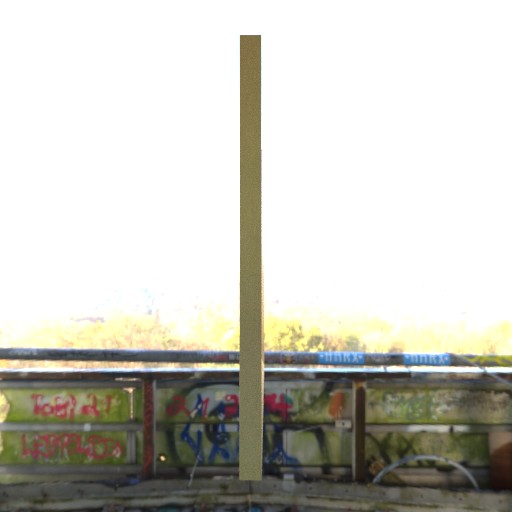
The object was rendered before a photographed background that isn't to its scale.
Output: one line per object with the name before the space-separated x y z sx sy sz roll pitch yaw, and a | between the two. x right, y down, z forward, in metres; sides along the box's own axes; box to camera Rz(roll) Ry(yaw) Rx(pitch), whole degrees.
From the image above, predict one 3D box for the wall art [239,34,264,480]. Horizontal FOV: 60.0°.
wall art | 0.000 0.000 2.891 0.097 1.936 1.935 0 1 1
